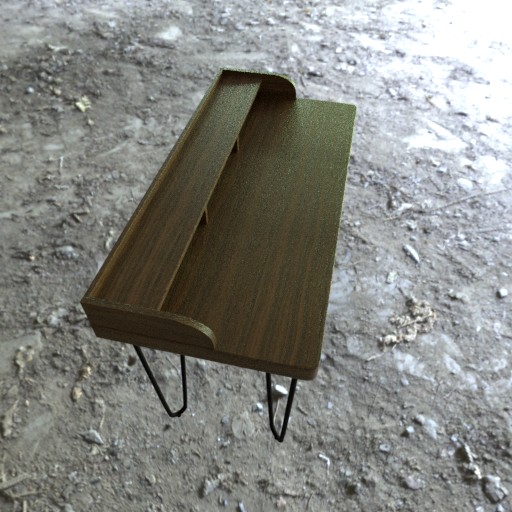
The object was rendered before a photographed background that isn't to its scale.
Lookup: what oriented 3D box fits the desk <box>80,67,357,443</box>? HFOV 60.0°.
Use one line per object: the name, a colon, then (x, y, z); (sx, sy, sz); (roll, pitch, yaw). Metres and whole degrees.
desk: (0.000, 0.000, 1.686); (0.565, 0.854, 1.200); (10, 49, 8)
